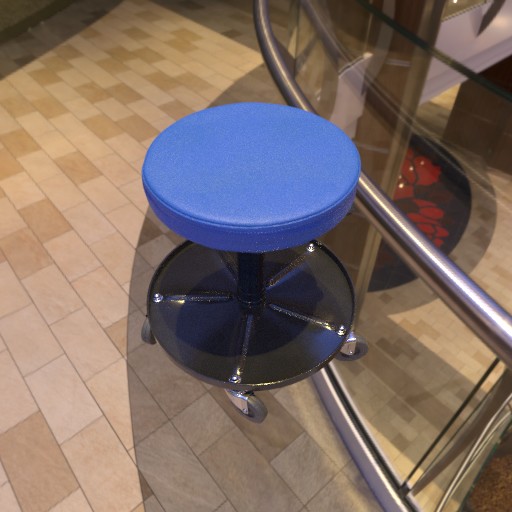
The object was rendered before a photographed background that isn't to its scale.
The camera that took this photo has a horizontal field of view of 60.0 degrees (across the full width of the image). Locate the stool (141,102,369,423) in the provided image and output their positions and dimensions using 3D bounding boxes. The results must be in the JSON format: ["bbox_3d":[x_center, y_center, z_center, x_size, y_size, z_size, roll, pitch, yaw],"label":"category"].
[{"bbox_3d":[0.000,0.000,0.678,0.382,0.365,0.381,3,46,3],"label":"stool"}]
